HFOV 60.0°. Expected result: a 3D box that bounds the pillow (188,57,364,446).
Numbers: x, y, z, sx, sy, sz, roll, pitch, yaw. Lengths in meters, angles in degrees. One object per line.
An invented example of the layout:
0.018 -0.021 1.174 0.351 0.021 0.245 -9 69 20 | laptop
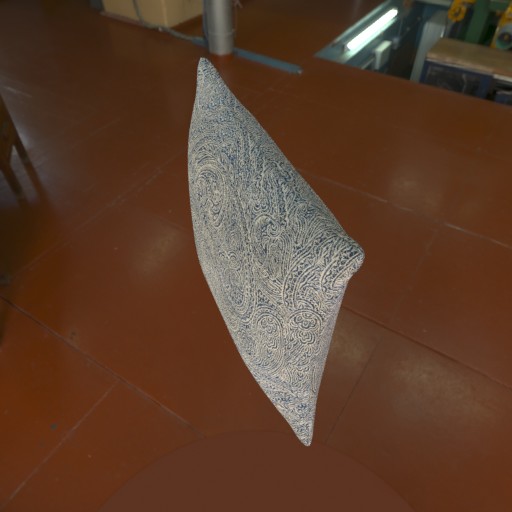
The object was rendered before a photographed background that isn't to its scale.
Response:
0.000 0.000 0.791 0.166 0.510 0.523 -17 49 -15 | pillow
